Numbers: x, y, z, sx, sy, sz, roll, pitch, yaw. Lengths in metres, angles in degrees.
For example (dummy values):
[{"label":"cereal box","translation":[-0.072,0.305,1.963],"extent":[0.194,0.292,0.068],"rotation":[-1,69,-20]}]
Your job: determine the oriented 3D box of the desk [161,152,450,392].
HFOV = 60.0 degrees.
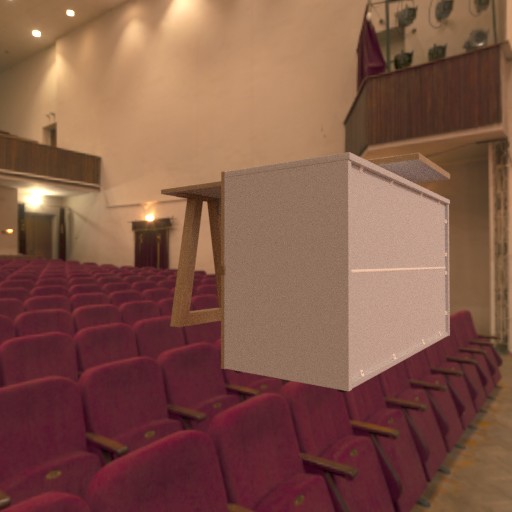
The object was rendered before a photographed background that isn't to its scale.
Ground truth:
[{"label":"desk","translation":[0.000,0.000,1.999],"extent":[1.404,0.755,1.098],"rotation":[-1,-1,36]}]
